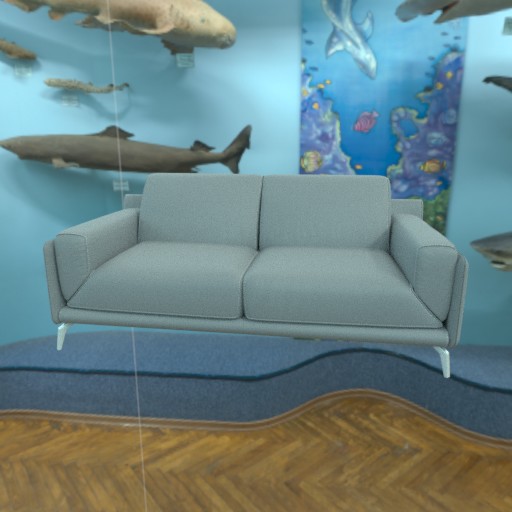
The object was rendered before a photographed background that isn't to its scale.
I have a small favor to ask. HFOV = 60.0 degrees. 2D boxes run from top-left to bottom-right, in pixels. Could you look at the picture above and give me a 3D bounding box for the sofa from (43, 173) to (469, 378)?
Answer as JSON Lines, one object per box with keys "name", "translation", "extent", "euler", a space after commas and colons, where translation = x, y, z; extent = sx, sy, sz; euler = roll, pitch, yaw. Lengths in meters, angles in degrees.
{"name": "sofa", "translation": [0.000, 0.000, 2.593], "extent": [2.100, 0.900, 0.969], "euler": [2, 15, 8]}
